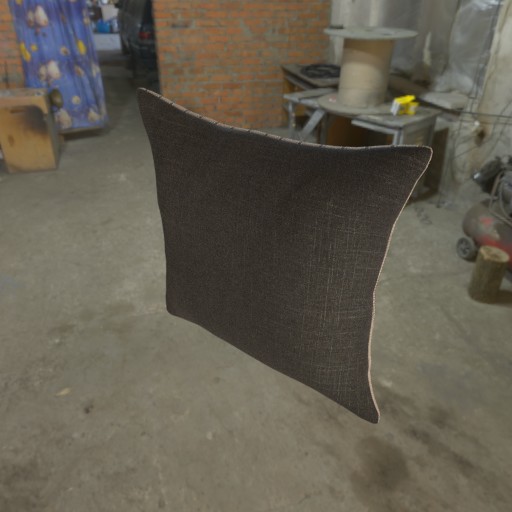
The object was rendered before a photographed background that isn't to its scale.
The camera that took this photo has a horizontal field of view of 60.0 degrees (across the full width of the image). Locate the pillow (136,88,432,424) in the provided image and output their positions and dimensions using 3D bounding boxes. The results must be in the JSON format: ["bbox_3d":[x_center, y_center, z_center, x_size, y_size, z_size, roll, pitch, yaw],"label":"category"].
[{"bbox_3d":[0.000,0.000,0.686,0.468,0.444,0.138,22,38,31],"label":"pillow"}]
